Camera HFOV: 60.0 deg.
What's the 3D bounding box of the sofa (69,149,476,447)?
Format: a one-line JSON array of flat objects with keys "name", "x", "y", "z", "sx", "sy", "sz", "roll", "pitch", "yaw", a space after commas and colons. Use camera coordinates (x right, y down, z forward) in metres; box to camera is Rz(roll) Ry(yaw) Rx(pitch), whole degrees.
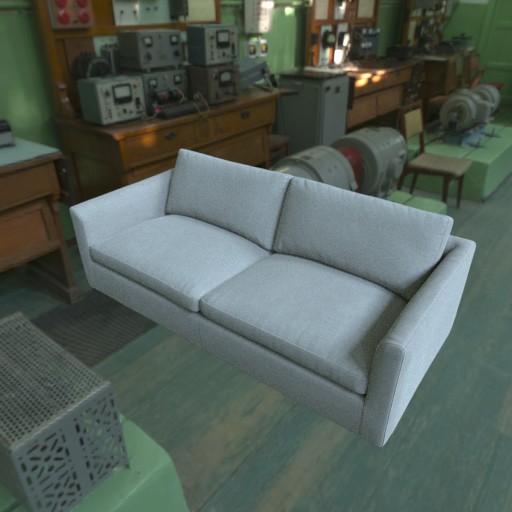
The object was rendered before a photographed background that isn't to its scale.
[{"name": "sofa", "x": 0.000, "y": 0.000, "z": 2.757, "sx": 2.588, "sy": 0.838, "sz": 1.090, "roll": 21, "pitch": 36, "yaw": 31}]
